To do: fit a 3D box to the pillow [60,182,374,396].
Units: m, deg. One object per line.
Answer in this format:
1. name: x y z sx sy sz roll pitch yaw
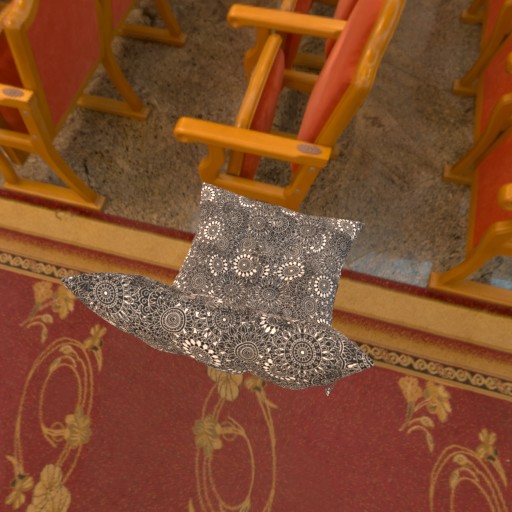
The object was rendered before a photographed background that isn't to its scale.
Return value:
1. pillow: 0.000 0.000 1.013 0.541 0.536 0.585 14 65 7
